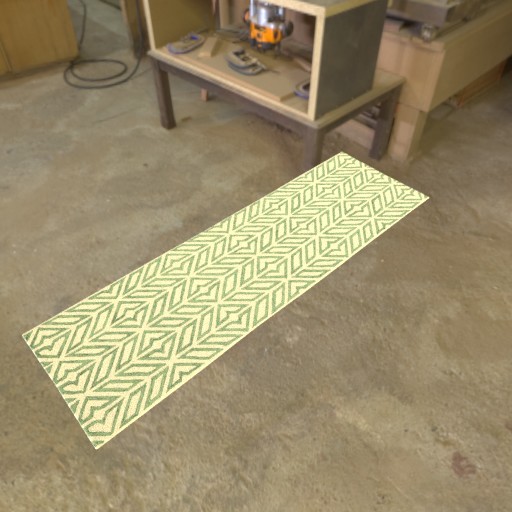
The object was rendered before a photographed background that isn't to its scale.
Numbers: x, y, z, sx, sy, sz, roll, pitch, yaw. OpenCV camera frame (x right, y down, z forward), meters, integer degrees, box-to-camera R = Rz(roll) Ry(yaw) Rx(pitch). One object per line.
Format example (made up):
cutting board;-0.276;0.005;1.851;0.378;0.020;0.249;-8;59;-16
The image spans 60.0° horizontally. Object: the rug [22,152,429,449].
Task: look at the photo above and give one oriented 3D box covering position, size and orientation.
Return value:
rug;0.000;0.000;2.561;2.435;0.009;0.750;-33;54;-28
